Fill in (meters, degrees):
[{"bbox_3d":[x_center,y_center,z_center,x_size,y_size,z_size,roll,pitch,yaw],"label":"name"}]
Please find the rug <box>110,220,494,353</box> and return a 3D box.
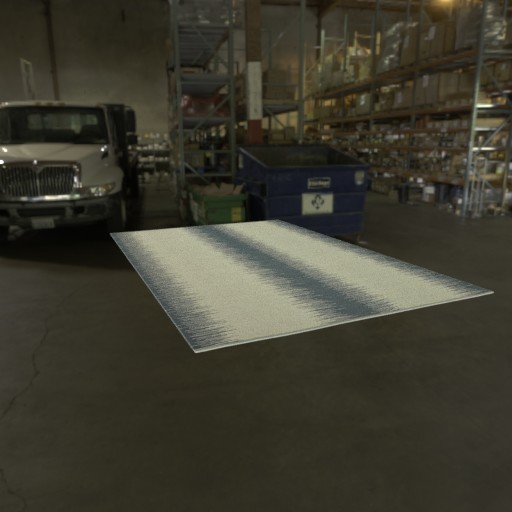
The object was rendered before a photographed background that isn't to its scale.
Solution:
[{"bbox_3d":[0.000,0.000,2.317,1.234,0.006,1.854,-7,16,-24],"label":"rug"}]
